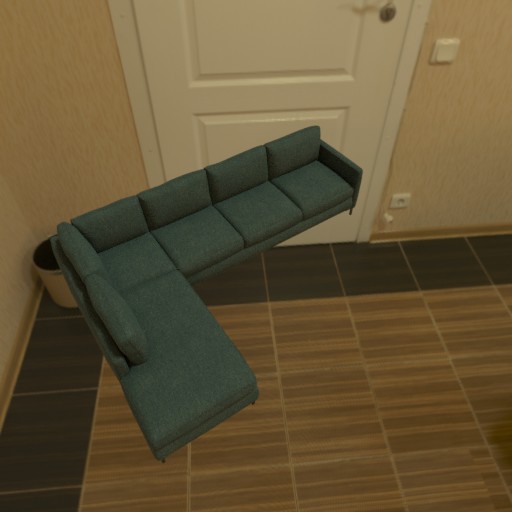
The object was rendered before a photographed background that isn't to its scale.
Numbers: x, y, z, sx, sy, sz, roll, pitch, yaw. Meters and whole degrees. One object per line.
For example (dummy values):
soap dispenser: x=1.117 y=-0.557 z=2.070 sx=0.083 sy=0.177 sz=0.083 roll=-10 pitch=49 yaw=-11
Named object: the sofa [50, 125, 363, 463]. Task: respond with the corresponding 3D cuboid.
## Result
sofa: x=0.000 y=0.000 z=3.890 sx=2.949 sy=0.815 sz=2.007 roll=-27 pitch=52 yaw=-23
